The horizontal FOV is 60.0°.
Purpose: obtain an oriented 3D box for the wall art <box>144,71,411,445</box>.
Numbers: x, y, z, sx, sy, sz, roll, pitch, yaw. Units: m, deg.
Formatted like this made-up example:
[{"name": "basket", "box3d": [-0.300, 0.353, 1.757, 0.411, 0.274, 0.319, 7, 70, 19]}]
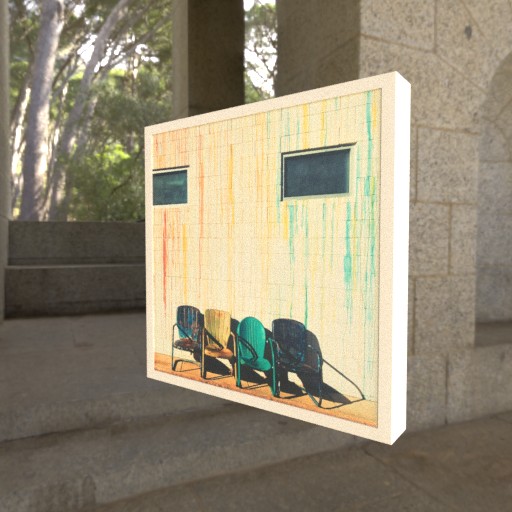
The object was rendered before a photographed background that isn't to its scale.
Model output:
[{"name": "wall art", "box3d": [0.000, 0.000, 0.465, 0.305, 0.305, 0.038, 2, 3, 36]}]
